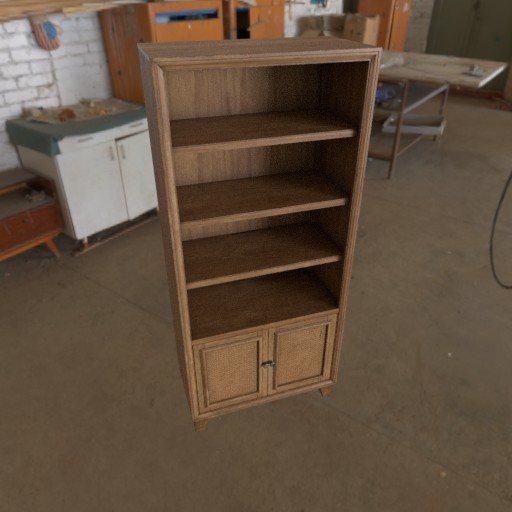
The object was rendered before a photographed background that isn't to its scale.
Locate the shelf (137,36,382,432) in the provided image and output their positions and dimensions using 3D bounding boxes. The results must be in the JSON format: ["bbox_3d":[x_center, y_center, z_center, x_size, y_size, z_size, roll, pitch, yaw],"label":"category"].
[{"bbox_3d":[0.000,0.000,2.235,0.864,1.930,0.453,-10,33,-16],"label":"shelf"}]
